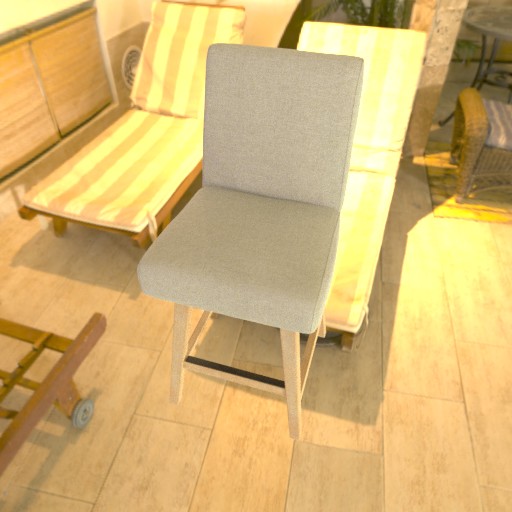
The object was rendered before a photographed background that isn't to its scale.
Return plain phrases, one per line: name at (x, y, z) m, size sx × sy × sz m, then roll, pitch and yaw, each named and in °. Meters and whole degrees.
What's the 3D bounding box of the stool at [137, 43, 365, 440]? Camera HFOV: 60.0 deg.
stool at (0.000, 0.000, 1.400) m, size 0.507 × 1.085 × 0.606 m, roll 12°, pitch 43°, yaw 13°
